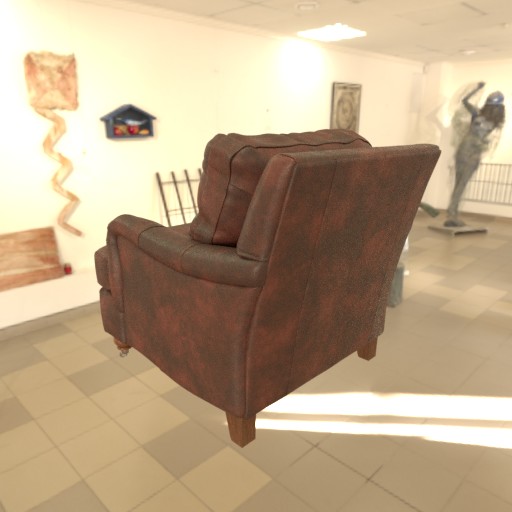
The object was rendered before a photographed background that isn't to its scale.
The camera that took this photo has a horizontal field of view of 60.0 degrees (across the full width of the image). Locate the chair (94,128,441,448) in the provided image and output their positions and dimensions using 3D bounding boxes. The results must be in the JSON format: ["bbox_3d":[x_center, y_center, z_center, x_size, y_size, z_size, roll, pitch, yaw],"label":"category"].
[{"bbox_3d":[0.000,0.000,1.910,1.156,1.051,0.987,16,23,42],"label":"chair"}]
